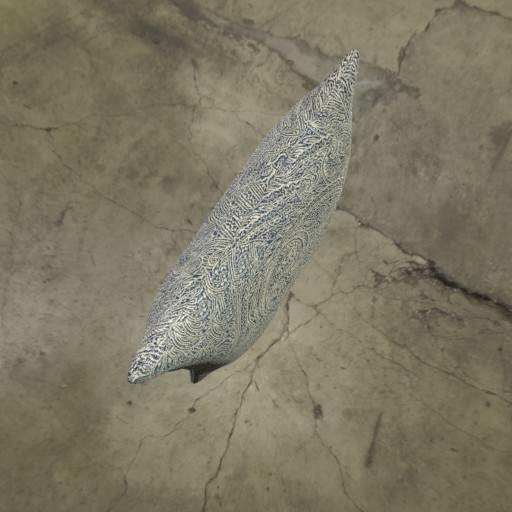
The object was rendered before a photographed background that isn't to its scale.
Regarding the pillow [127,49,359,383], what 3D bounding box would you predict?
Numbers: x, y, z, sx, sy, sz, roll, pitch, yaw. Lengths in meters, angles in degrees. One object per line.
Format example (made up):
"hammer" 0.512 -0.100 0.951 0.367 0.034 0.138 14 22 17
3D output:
"pillow" 0.000 0.000 0.787 0.166 0.510 0.523 32 78 8
